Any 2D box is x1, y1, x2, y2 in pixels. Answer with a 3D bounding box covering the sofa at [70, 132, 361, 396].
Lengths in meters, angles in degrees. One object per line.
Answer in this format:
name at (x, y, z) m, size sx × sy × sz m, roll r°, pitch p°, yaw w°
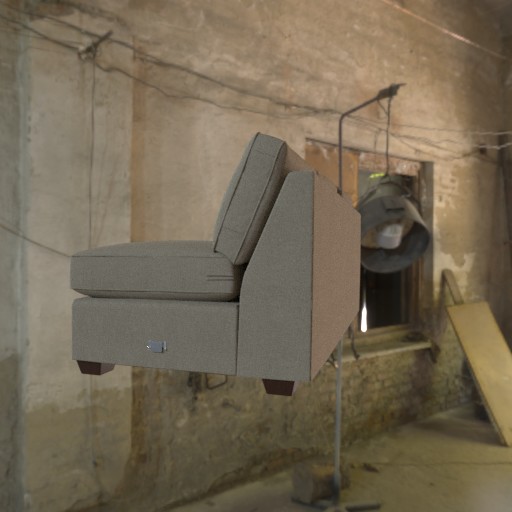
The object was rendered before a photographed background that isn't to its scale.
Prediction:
sofa at (0.000, 0.000, 2.772) m, size 1.127 × 1.036 × 2.092 m, roll 0°, pitch 1°, yaw 18°
